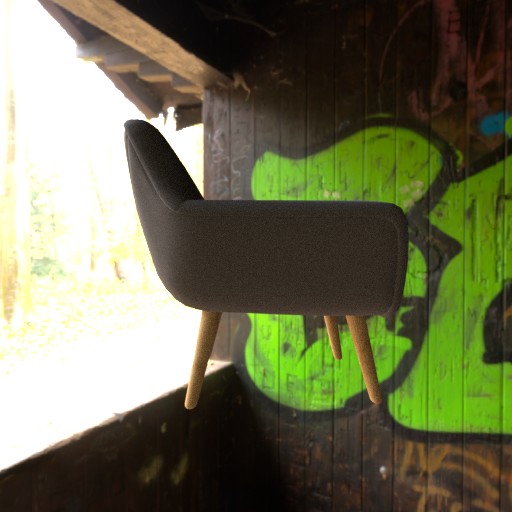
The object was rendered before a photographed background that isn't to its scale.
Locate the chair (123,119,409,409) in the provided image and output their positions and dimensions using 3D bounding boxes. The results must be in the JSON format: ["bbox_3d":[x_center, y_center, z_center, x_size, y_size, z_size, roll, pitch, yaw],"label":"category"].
[{"bbox_3d":[0.000,0.000,1.440,0.779,0.800,0.770,0,1,-2],"label":"chair"}]
